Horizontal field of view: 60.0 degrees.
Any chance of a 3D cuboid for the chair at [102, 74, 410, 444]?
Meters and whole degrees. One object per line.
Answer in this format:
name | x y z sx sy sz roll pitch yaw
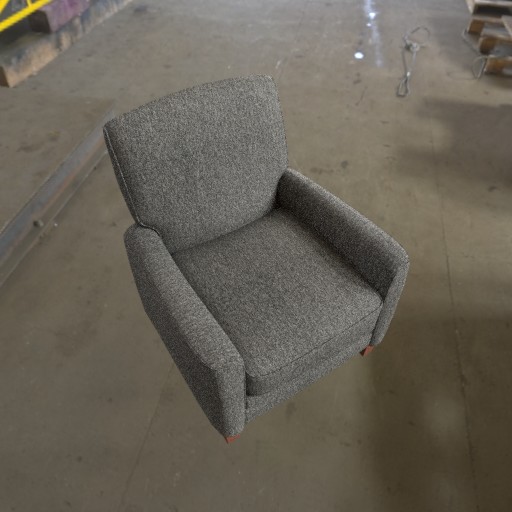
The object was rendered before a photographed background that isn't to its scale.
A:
chair | 0.000 0.000 1.685 0.848 1.014 0.864 -25 52 -22
